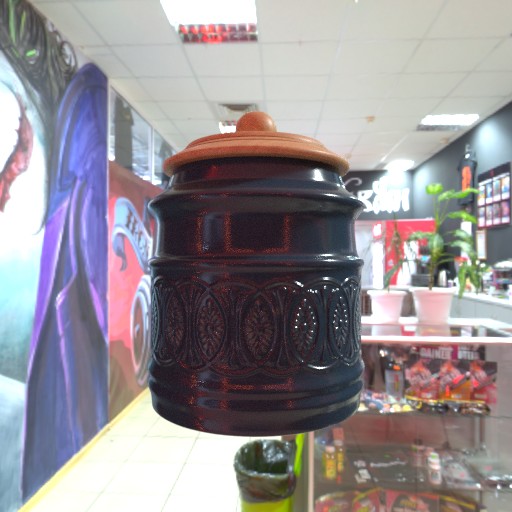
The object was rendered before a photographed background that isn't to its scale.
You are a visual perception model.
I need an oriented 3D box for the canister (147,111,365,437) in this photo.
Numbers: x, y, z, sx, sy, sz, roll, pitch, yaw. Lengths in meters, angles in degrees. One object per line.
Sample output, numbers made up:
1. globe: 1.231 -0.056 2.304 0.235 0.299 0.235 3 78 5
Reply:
1. canister: 0.000 0.000 0.272 0.130 0.176 0.130 0 0 0
